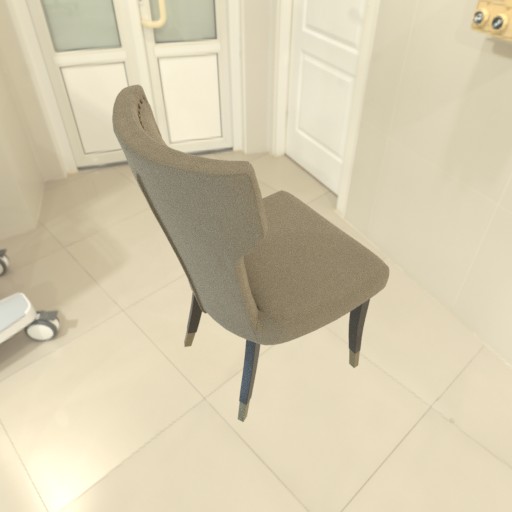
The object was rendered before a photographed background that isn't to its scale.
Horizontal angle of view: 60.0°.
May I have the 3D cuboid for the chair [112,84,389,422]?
[{"bbox_3d":[0.000,0.000,1.308,0.630,0.955,0.526,-26,48,-26],"label":"chair"}]
